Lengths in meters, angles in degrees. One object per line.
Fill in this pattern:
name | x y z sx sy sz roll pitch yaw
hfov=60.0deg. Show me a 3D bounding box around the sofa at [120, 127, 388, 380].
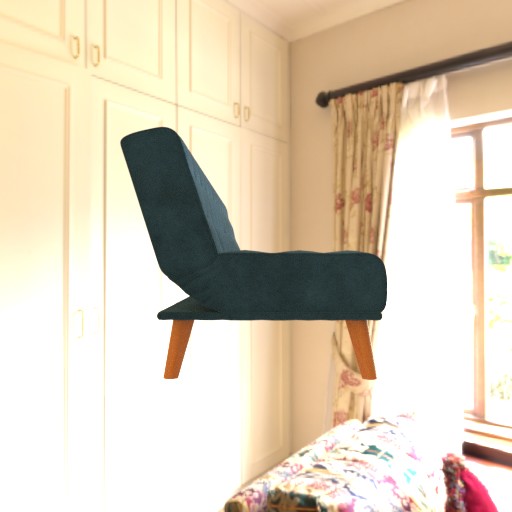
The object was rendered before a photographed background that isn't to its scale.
sofa | 0.000 0.000 2.309 0.855 0.813 1.804 0 0 1
